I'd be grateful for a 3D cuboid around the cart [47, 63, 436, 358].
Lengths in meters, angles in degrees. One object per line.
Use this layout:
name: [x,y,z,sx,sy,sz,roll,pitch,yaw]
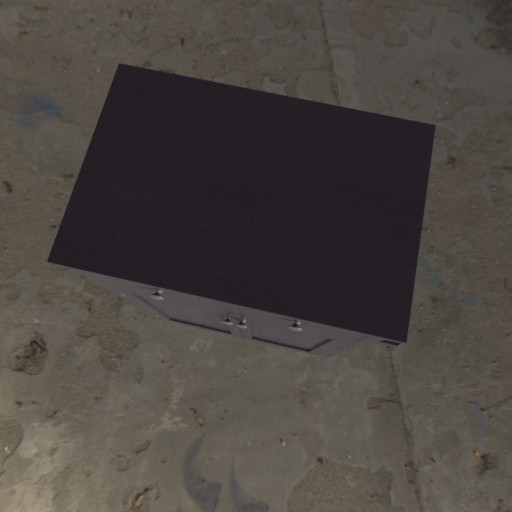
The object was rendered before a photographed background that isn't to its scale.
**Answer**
cart: [0.000,0.000,1.264,0.690,0.878,0.449,12,75,3]
